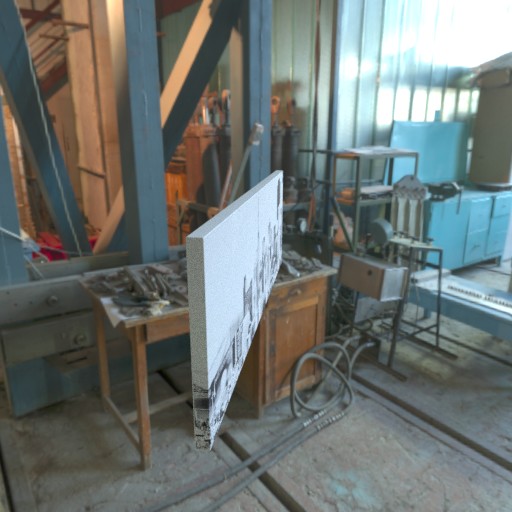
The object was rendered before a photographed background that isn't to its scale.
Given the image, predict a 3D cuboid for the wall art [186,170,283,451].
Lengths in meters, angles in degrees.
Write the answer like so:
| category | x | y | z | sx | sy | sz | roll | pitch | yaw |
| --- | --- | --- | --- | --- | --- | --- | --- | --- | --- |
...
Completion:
| category | x | y | z | sx | sy | sz | roll | pitch | yaw |
| --- | --- | --- | --- | --- | --- | --- | --- | --- | --- |
| wall art | 0.000 | 0.000 | 1.678 | 0.039 | 0.507 | 1.520 | 3 | 16 | 9 |
